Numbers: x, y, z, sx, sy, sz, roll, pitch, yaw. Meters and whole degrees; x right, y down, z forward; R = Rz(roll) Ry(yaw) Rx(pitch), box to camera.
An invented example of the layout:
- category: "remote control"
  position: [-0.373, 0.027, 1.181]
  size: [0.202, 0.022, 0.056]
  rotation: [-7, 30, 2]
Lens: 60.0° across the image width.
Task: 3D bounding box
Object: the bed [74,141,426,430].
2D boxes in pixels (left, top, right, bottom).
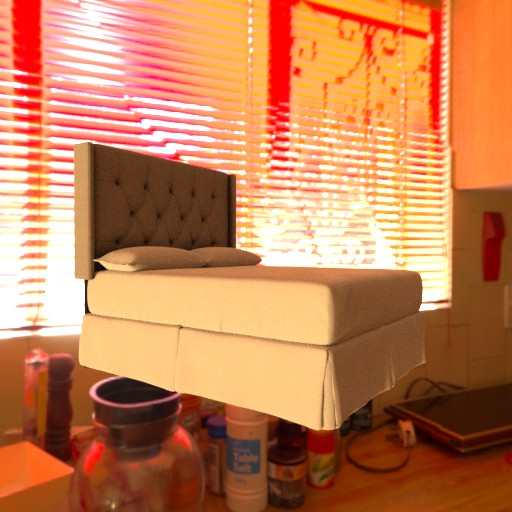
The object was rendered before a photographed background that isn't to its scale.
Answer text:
- category: "bed"
  position: [0.000, 0.000, 3.301]
  size: [2.066, 1.665, 1.719]
  rotation: [1, 1, 36]
